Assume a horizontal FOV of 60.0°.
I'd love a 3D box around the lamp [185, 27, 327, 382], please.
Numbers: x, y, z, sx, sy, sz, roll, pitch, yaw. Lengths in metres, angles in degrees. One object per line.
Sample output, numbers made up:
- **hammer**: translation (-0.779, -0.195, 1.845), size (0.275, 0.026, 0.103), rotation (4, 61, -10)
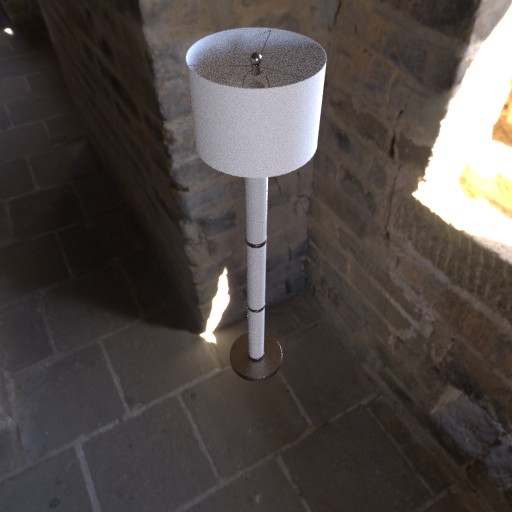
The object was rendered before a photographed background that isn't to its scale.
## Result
- **lamp**: translation (0.000, 0.000, 1.765), size (0.377, 1.599, 0.377), rotation (10, 48, 9)
